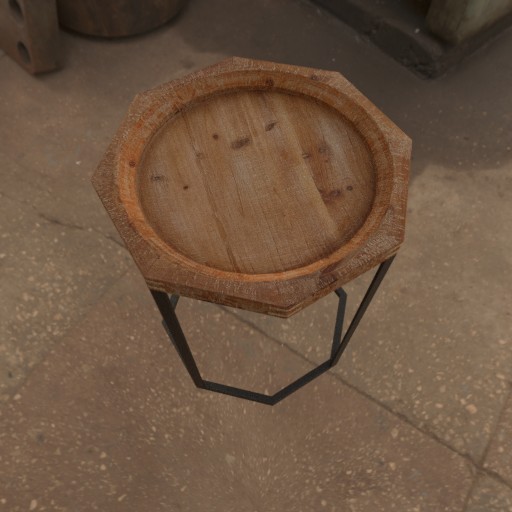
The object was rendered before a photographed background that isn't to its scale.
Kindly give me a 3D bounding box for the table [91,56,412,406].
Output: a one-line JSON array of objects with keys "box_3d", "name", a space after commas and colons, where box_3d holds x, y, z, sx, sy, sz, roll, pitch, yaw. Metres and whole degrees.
[{"box_3d": [0.000, 0.000, 0.858, 0.458, 0.543, 0.458, 32, 65, 17], "name": "table"}]
